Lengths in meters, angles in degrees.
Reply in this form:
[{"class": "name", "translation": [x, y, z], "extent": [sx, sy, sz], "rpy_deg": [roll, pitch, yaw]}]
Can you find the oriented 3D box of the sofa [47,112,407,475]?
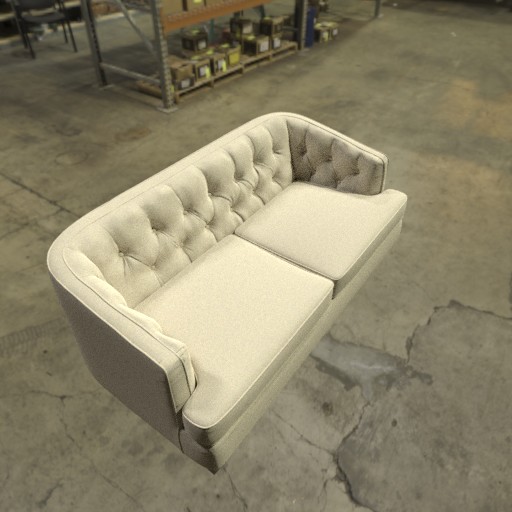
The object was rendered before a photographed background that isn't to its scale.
[{"class": "sofa", "translation": [0.000, 0.000, 2.192], "extent": [0.941, 0.855, 1.733], "rpy_deg": [25, 47, 26]}]
